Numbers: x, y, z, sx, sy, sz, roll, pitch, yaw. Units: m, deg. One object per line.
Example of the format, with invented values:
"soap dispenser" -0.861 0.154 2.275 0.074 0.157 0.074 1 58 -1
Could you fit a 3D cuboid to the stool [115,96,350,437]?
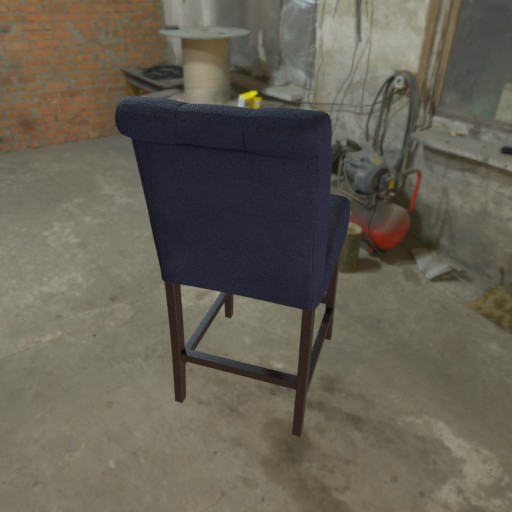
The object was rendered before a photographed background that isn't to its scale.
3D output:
"stool" 0.000 0.000 1.363 0.493 1.010 0.601 10 33 16
